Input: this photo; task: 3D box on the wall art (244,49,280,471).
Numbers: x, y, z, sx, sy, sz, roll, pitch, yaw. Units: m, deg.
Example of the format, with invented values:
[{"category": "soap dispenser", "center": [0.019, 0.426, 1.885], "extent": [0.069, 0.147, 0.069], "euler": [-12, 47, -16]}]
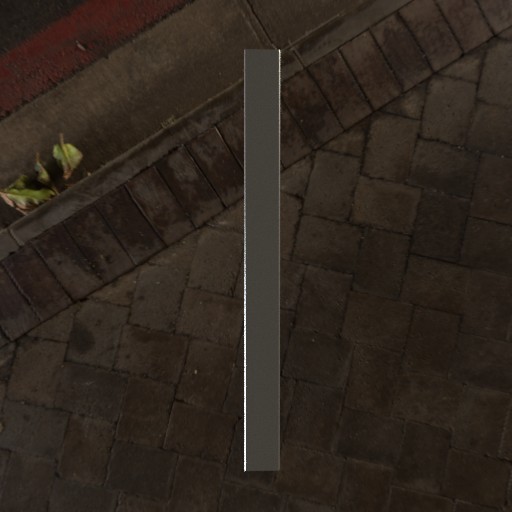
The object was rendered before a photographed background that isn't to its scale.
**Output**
[{"category": "wall art", "center": [0.000, 0.000, 0.750], "extent": [0.038, 0.549, 0.452], "euler": [0, 92, -1]}]
